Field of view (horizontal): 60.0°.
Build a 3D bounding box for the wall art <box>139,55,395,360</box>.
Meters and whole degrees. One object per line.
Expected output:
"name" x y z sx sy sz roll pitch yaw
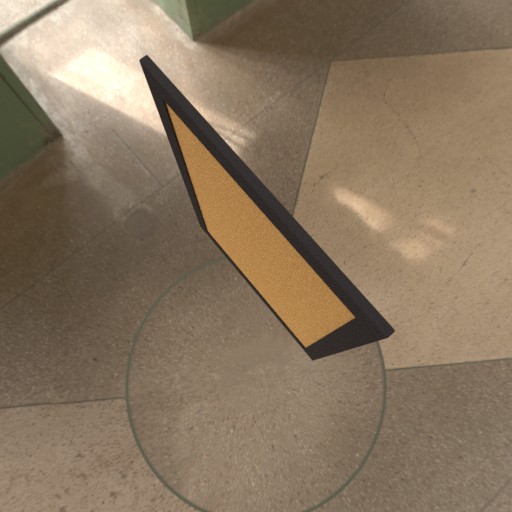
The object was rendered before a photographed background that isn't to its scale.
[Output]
"wall art" 0.000 0.000 0.682 0.012 0.529 0.374 -39 78 -10
